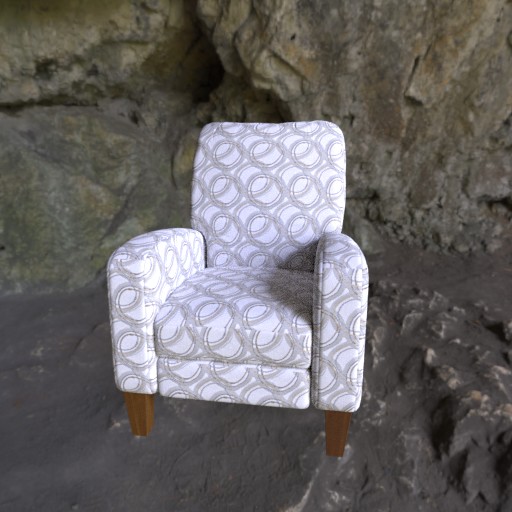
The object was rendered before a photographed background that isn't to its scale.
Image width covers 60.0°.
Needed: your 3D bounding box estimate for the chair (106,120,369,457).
[{"bbox_3d":[0.000,0.000,1.772,0.796,1.065,0.995,2,14,9],"label":"chair"}]
